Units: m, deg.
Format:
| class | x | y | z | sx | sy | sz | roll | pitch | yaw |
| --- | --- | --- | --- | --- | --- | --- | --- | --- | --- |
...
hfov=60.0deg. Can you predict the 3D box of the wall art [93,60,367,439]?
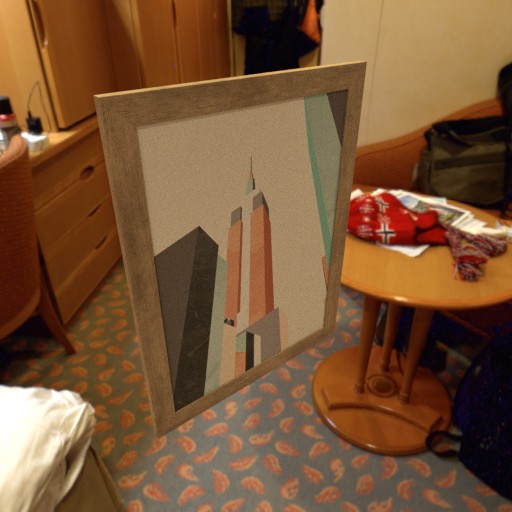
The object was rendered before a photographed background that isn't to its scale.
| class | x | y | z | sx | sy | sz | roll | pitch | yaw |
| --- | --- | --- | --- | --- | --- | --- | --- | --- | --- |
| wall art | 0.000 | 0.000 | 0.898 | 0.534 | 0.686 | 0.018 | -22 | 38 | -32 |
